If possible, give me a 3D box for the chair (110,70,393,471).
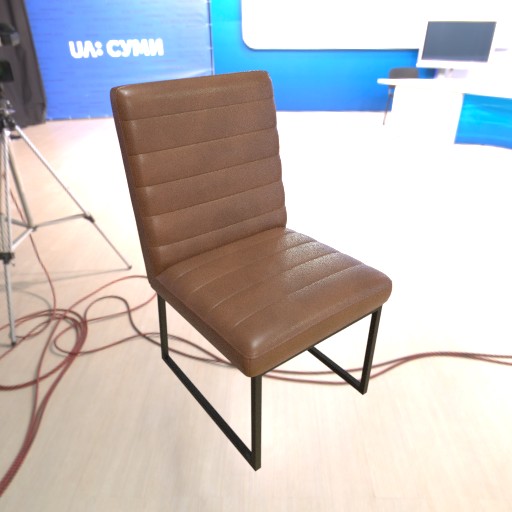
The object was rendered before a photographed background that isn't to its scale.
[{"bbox_3d":[0.000,0.000,1.305,0.520,0.930,0.634,-21,37,-32],"label":"chair"}]
